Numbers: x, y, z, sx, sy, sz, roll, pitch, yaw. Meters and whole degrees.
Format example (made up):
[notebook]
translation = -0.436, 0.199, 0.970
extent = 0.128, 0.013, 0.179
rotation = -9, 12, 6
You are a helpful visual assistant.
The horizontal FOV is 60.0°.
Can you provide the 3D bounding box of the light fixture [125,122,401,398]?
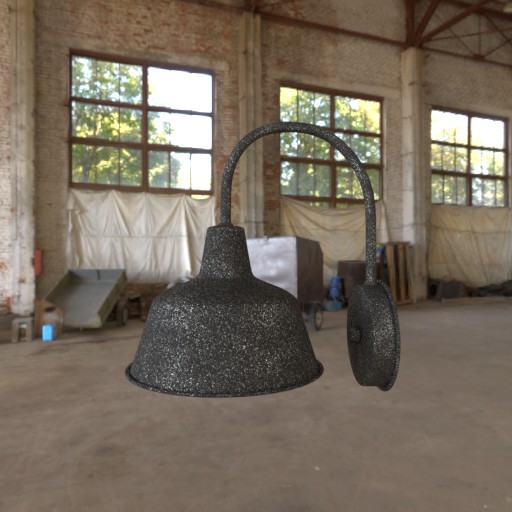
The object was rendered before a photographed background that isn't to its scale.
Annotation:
[light fixture]
translation = 0.000, 0.000, 0.495
extent = 0.283, 0.300, 0.216
rotation = 0, 0, -2
